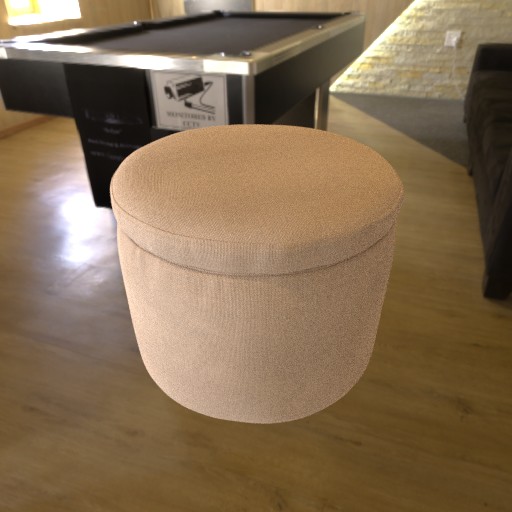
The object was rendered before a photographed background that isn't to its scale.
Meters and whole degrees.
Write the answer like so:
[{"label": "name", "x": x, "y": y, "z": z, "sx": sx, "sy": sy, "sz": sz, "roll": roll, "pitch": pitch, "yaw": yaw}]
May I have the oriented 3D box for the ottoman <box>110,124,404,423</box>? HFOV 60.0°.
[{"label": "ottoman", "x": 0.000, "y": 0.000, "z": 0.857, "sx": 0.497, "sy": 0.409, "sz": 0.497, "roll": 0, "pitch": 33, "yaw": 0}]
